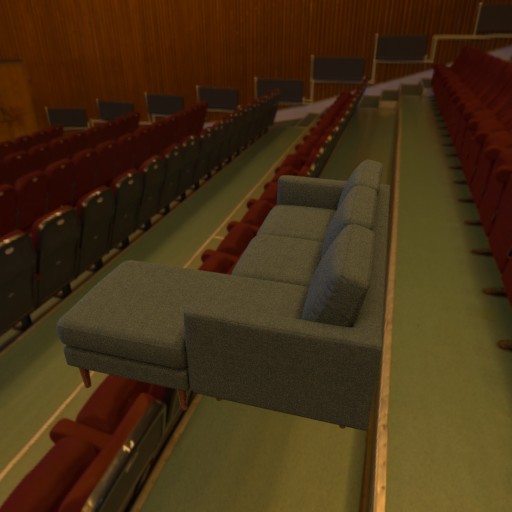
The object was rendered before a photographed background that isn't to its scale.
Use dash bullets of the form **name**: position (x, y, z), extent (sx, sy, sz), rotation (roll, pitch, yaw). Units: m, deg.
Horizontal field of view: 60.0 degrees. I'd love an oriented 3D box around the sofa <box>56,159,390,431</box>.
- **sofa**: position (0.000, 0.000, 2.997), extent (1.667, 0.957, 2.055), rotation (8, 30, 14)
